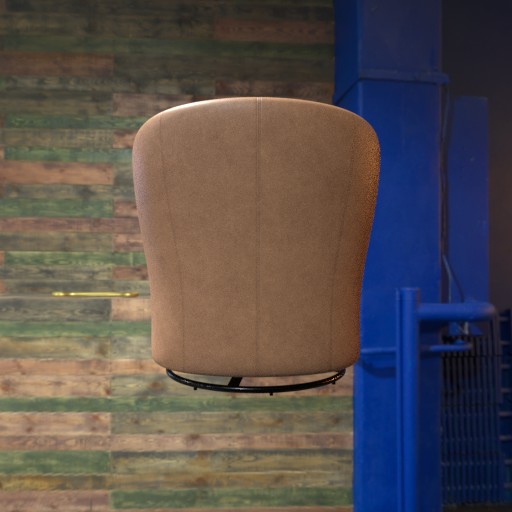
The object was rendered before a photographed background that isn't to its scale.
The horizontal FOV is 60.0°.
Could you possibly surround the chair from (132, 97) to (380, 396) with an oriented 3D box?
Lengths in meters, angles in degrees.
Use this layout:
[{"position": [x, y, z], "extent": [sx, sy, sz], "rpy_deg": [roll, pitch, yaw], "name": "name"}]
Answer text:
[{"position": [0.000, 0.000, 1.464], "extent": [0.791, 0.771, 0.815], "rpy_deg": [0, -1, -1], "name": "chair"}]
